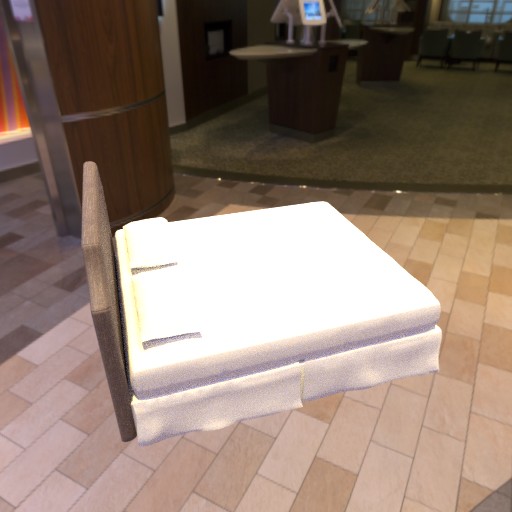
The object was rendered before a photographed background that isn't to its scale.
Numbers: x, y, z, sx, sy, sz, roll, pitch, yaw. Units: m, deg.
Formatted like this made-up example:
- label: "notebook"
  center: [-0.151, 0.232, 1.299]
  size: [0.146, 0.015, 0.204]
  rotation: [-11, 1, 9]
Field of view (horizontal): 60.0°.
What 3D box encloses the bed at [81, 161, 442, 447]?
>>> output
- label: "bed"
  center: [0.000, 0.000, 4.135]
  size: [2.773, 1.590, 2.350]
  rotation: [-9, 32, -15]
